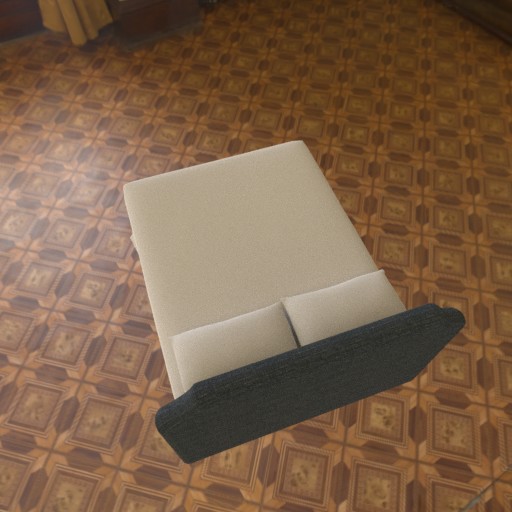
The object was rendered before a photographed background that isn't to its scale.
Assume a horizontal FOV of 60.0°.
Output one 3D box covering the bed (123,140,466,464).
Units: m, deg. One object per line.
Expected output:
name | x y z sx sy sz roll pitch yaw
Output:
bed | 0.000 0.000 3.292 1.828 1.297 2.208 -16 59 -10
